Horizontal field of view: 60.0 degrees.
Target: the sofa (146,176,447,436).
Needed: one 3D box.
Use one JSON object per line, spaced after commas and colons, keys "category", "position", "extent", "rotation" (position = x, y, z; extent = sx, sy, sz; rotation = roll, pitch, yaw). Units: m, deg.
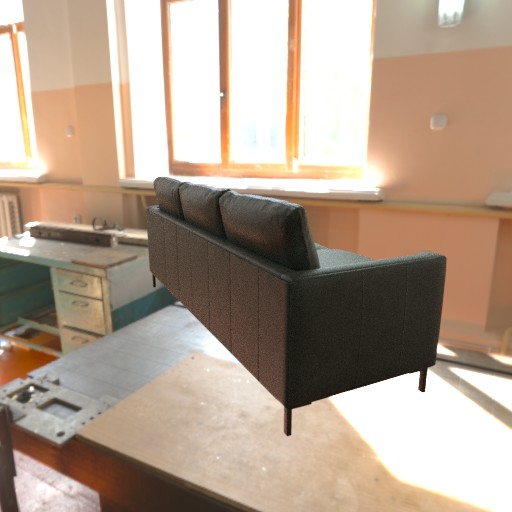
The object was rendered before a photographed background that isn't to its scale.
{"category": "sofa", "position": [0.000, 0.000, 2.449], "extent": [0.748, 0.805, 2.029], "rotation": [-7, 15, -26]}
